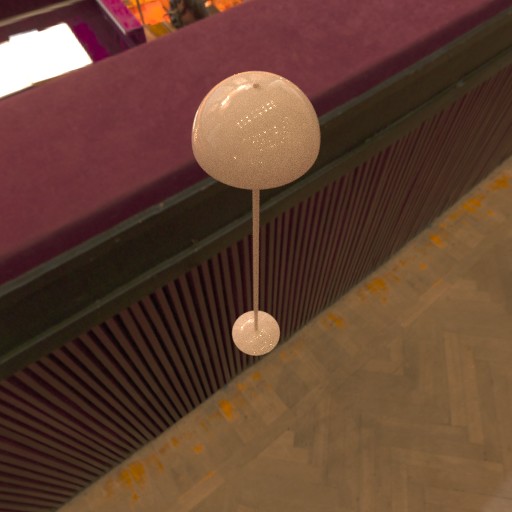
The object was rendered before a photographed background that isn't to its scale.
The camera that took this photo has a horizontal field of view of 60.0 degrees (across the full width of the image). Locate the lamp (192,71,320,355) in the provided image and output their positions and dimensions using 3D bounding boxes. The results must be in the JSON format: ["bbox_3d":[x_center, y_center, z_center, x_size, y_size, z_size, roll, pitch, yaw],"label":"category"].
[{"bbox_3d":[0.000,0.000,1.621,0.328,1.480,0.328,-31,63,-18],"label":"lamp"}]
